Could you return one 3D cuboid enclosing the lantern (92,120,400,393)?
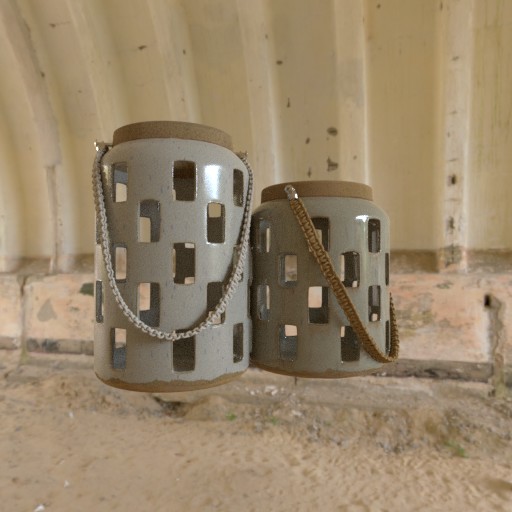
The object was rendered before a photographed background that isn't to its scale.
[{"bbox_3d":[0.000,0.000,0.500,0.347,0.255,0.184,0,-1,-17],"label":"lantern"}]
